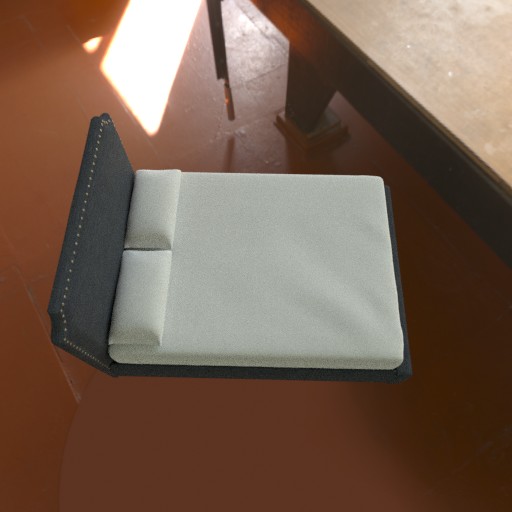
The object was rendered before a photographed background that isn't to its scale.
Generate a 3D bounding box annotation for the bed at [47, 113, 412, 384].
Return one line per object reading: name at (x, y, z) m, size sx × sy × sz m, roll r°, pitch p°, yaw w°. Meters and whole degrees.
bed at (0.000, 0.000, 3.412) m, size 2.372 × 1.443 × 1.713 m, roll 1°, pitch 65°, yaw 1°
